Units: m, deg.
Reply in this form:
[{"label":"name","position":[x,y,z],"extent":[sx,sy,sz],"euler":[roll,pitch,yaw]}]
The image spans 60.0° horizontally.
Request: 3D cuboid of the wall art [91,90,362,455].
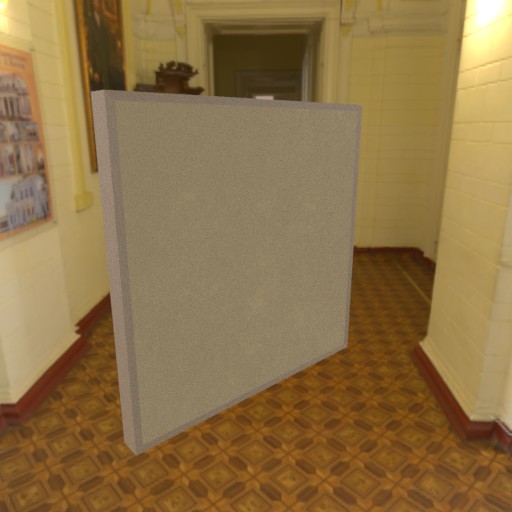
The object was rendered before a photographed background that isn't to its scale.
[{"label":"wall art","position":[0.000,0.000,0.760],"extent":[0.508,0.506,0.038],"euler":[-14,21,-40]}]
